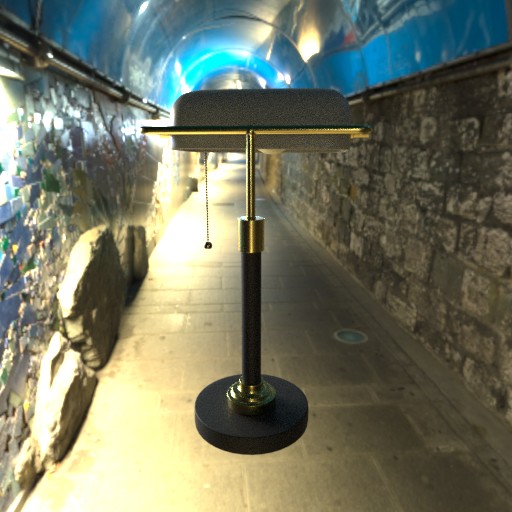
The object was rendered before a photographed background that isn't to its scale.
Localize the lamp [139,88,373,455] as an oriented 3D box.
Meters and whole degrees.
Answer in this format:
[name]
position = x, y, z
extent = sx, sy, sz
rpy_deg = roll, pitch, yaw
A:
[lamp]
position = 0.000, 0.000, 0.557
extent = 0.269, 0.404, 0.227
rpy_deg = 2, 14, 8
